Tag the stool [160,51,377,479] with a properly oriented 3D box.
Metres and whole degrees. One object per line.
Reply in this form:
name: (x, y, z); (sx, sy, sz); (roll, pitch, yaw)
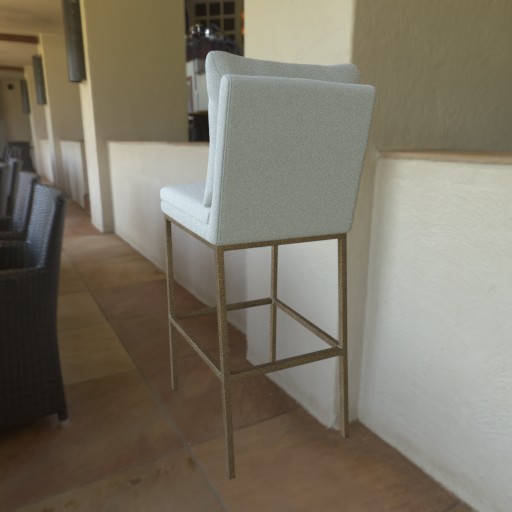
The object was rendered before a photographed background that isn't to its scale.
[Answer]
stool: (0.000, 0.000, 1.423); (0.463, 1.125, 0.572); (-7, 16, -26)
